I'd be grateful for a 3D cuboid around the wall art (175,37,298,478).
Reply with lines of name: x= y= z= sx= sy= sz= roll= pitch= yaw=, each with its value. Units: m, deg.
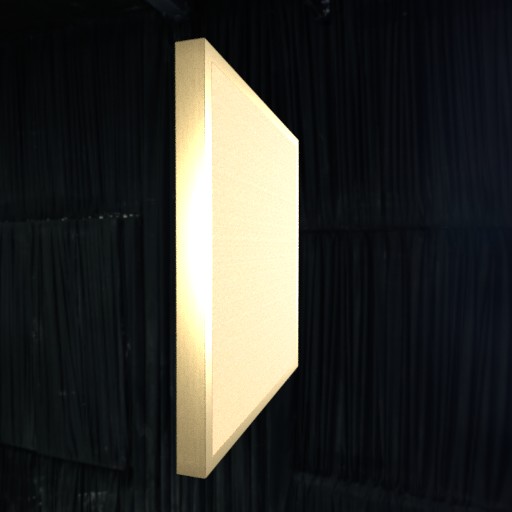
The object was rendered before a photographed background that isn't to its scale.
wall art: x=0.000 y=0.000 z=0.455 sx=0.023 sy=0.305 sz=0.305 roll=0 pitch=1 yaw=18
